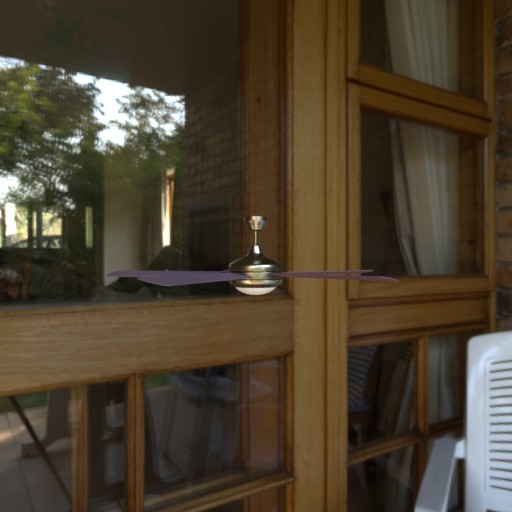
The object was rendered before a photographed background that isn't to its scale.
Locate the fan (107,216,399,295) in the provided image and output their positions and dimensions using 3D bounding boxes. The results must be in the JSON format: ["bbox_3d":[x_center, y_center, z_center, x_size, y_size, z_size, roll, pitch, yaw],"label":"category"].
[{"bbox_3d":[0.000,0.000,2.029,1.321,0.356,1.321,0,0,-37],"label":"fan"}]
